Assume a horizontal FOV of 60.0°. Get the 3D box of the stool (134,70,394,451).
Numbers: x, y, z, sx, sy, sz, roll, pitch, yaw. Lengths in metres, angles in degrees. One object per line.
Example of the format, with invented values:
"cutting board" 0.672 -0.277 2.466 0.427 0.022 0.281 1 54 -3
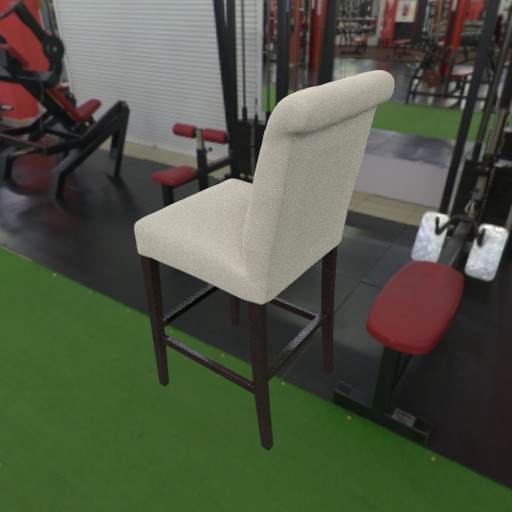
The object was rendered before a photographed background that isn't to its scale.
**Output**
"stool" 0.000 0.000 1.435 0.610 1.118 0.482 20 35 31
